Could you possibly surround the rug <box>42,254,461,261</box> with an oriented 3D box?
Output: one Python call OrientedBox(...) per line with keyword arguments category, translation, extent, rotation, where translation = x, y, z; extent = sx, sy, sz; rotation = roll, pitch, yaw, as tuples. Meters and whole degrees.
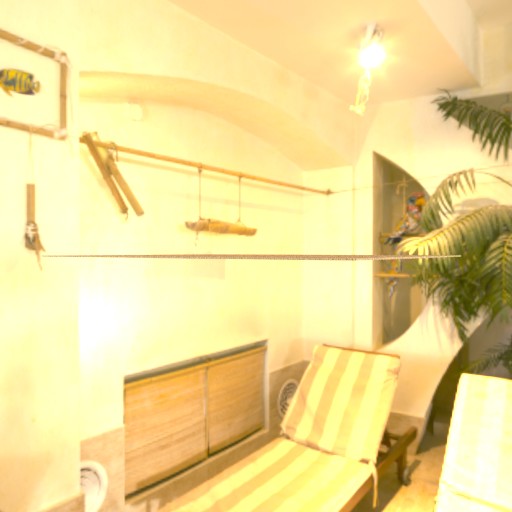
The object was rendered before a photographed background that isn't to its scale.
OrientedBox(category="rug", translation=(0.000, 0.000, 4.063), extent=(3.048, 0.013, 2.439), rotation=(0, 1, 36))
